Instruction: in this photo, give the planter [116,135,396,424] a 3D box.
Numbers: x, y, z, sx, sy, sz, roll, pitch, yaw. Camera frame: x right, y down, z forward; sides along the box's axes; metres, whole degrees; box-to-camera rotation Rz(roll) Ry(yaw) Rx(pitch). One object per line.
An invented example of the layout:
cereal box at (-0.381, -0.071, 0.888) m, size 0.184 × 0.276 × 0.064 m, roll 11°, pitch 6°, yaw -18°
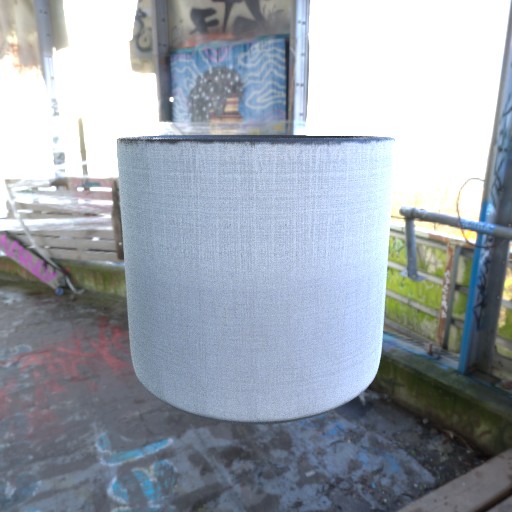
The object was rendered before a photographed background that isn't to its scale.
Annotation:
planter at (0.000, 0.000, 0.384) m, size 0.221 × 0.201 × 0.221 m, roll 0°, pitch 16°, yaw 0°
